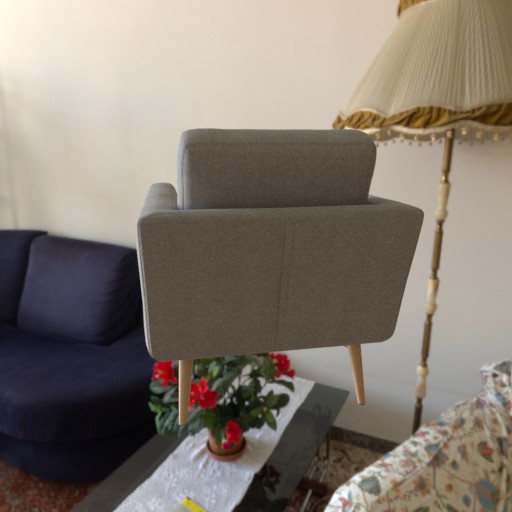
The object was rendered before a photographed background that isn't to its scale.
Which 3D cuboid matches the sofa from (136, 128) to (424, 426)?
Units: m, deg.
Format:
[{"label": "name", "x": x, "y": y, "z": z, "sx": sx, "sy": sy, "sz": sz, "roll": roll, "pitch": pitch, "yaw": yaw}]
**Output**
[{"label": "sofa", "x": 0.000, "y": 0.000, "z": 1.584, "sx": 0.770, "sy": 0.860, "sz": 0.920, "roll": -3, "pitch": 15, "yaw": -10}]
